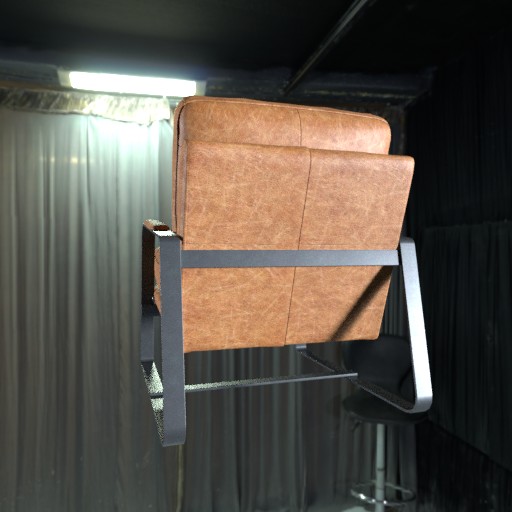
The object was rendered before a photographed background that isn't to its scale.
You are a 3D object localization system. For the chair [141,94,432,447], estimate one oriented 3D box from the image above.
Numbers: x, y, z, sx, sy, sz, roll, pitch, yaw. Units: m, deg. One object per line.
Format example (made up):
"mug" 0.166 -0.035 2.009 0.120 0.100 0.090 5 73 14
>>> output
"chair" 0.000 0.000 1.359 0.651 0.777 0.801 0 1 -18
